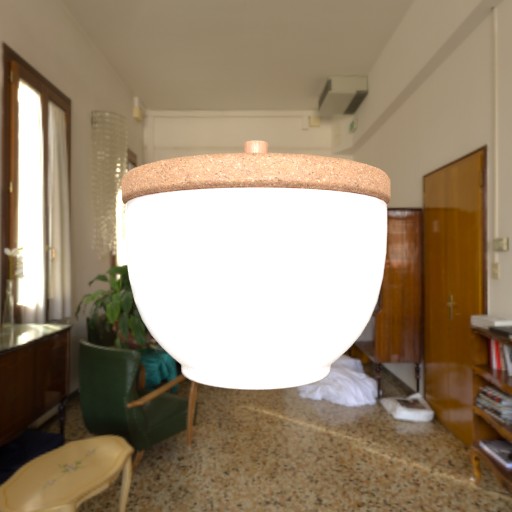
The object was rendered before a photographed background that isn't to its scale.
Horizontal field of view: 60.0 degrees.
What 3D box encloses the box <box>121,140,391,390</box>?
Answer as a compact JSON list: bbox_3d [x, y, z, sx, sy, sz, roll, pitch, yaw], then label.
[{"bbox_3d":[0.000,0.000,0.184,0.107,0.094,0.107,0,0,0],"label":"box"}]
